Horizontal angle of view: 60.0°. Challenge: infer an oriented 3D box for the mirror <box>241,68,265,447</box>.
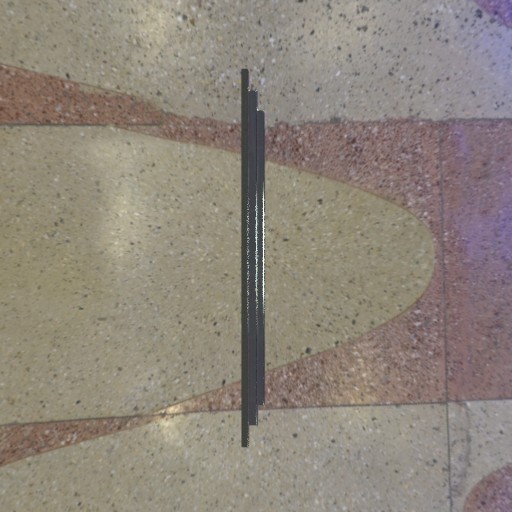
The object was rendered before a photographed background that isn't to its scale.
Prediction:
[{"bbox_3d":[0.000,0.000,1.172,0.039,0.914,0.613,0,91,1],"label":"mirror"}]
